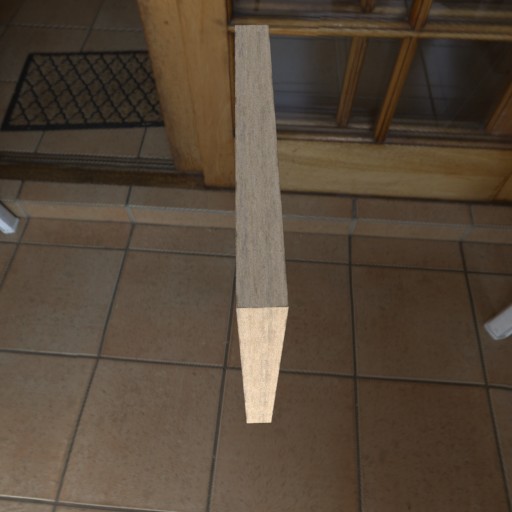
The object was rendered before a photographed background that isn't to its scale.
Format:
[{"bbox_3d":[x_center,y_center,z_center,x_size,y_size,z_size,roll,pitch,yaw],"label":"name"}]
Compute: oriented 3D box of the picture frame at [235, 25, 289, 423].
[{"bbox_3d":[0.000,0.000,0.723,0.046,0.526,0.421,-1,59,-1],"label":"picture frame"}]
